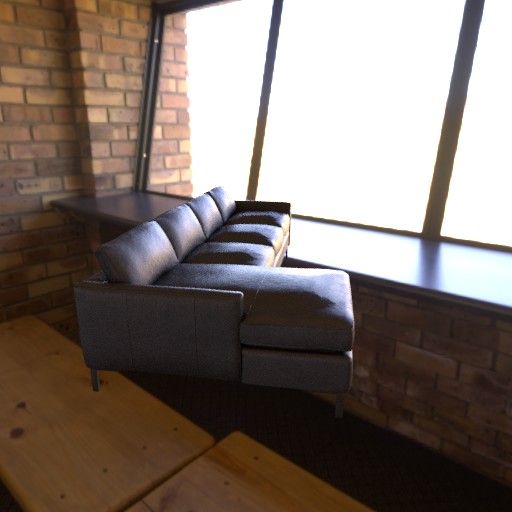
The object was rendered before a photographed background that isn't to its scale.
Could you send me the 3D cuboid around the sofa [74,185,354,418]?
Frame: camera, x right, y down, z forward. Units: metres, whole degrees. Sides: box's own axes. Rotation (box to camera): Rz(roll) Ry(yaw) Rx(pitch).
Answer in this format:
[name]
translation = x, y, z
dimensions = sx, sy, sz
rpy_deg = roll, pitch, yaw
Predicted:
[sofa]
translation = 0.000, 0.000, 3.679
dimensions = 1.471, 0.859, 2.993
rpy_deg = 3, 16, 9
